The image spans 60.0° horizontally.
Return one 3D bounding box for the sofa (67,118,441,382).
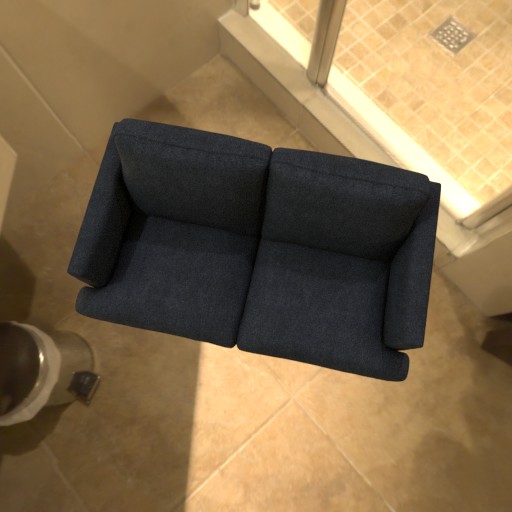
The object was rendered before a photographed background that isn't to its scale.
[{"bbox_3d":[0.000,0.000,2.146,1.582,0.944,0.903,11,76,3],"label":"sofa"}]
